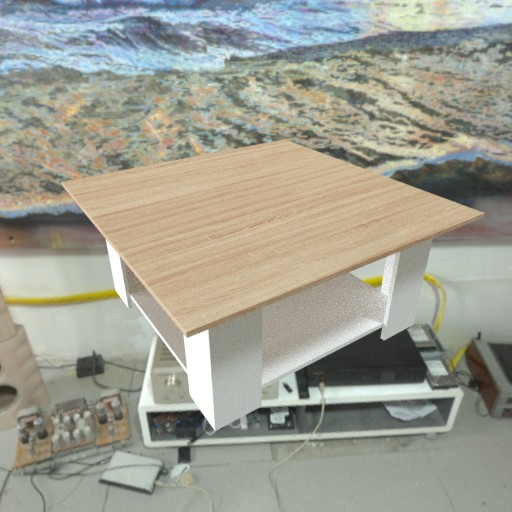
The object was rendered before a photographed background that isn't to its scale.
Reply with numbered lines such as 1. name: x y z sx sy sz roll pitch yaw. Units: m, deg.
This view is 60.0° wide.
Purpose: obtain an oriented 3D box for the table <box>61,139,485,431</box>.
1. table: 0.000 0.000 1.055 0.670 0.305 0.670 -19 35 -29
